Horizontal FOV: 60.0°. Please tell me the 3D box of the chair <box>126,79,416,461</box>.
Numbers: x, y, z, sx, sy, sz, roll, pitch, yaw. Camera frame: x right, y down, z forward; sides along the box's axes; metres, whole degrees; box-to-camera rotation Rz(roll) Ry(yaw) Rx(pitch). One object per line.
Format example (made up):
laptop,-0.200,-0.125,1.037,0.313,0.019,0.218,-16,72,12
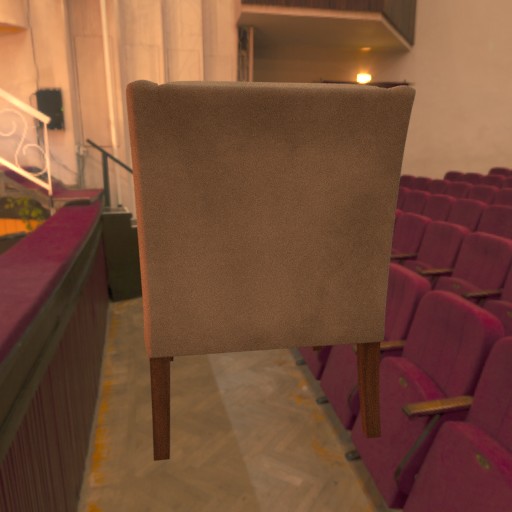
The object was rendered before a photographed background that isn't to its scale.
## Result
chair,0.000,0.000,1.305,0.629,0.895,0.629,-2,14,-9
